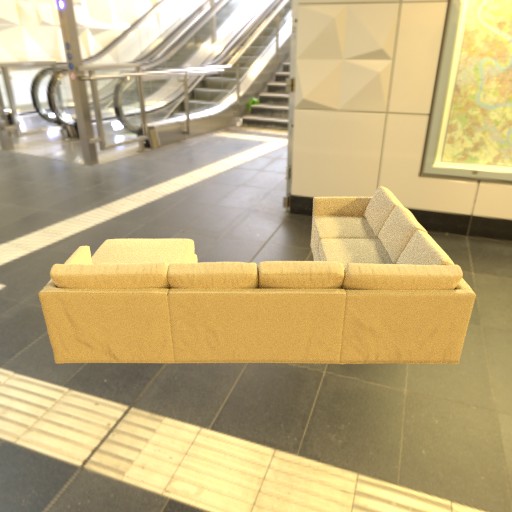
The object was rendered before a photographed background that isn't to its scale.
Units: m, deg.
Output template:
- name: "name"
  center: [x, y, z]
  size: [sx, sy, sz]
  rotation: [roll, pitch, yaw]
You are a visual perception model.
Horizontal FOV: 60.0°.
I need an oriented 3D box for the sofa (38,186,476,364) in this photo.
- name: "sofa"
  center: [0.000, 0.000, 4.648]
  size: [3.460, 0.882, 2.427]
  rotation: [0, 26, 0]
